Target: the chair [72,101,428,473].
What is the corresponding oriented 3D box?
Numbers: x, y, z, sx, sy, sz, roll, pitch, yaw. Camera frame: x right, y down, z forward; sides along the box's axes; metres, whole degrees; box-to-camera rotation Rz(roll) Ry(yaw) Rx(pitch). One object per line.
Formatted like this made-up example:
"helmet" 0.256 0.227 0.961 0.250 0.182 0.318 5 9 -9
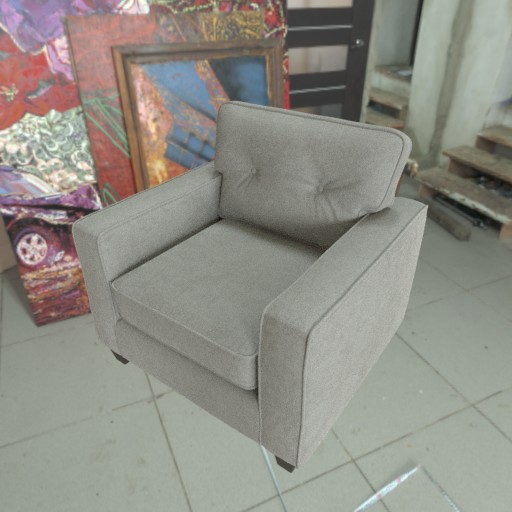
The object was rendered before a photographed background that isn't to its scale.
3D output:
"chair" 0.000 0.000 1.725 1.015 0.965 0.939 21 38 30
